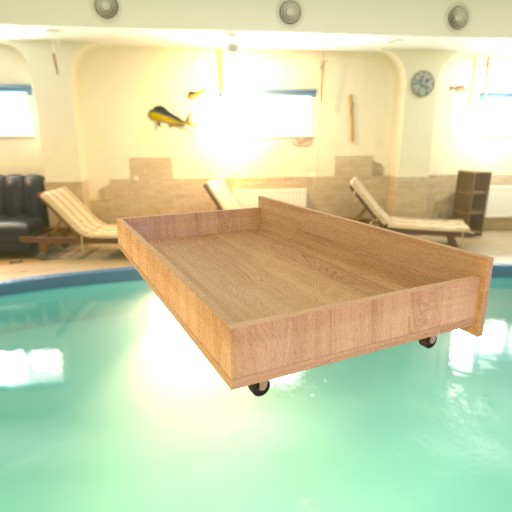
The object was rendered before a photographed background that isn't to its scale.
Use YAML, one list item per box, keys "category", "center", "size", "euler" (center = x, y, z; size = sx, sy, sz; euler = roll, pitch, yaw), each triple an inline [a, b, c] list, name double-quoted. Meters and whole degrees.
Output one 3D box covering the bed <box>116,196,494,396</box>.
- category: "bed"
  center: [0.000, 0.000, 1.449]
  size: [0.685, 0.209, 1.200]
  euler: [-7, 17, -25]
